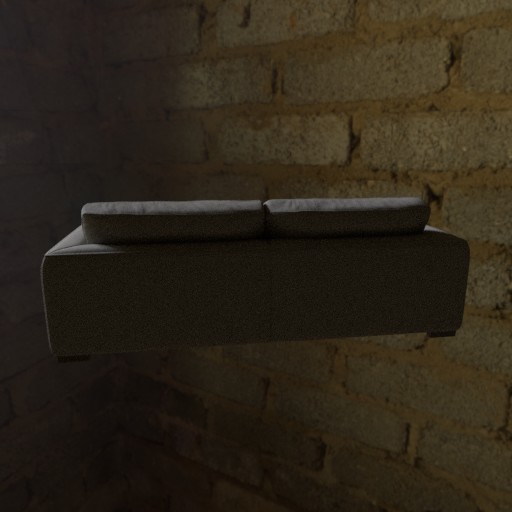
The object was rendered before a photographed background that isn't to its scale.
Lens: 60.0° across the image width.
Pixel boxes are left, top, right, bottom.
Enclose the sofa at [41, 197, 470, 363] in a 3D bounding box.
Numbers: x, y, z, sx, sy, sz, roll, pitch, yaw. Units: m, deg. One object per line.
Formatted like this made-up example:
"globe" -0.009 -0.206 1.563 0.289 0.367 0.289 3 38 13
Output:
"sofa" 0.000 0.000 2.803 2.262 0.801 1.070 -2 15 -8
